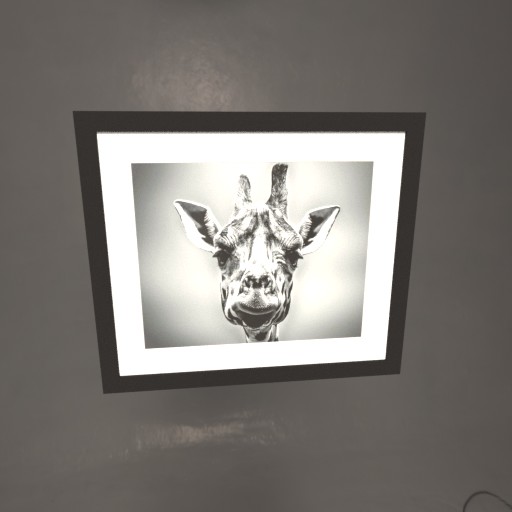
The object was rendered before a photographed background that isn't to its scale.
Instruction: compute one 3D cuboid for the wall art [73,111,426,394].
[{"bbox_3d":[0.000,0.000,0.534,0.381,0.330,0.031,-2,16,-7],"label":"wall art"}]
